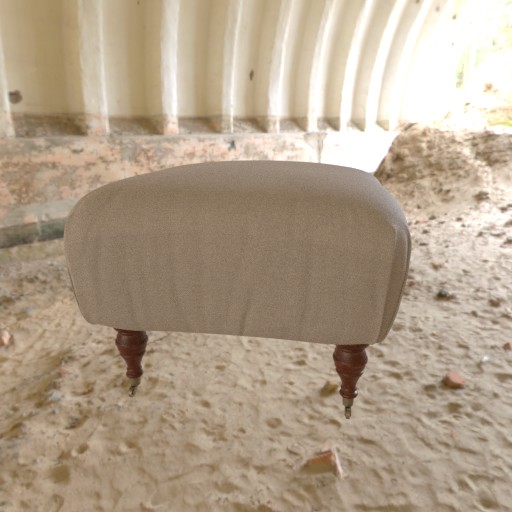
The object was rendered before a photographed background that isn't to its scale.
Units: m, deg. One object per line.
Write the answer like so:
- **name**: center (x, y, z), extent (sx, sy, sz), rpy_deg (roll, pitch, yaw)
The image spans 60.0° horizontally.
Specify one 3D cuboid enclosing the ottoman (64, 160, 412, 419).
- **ottoman**: center (0.000, 0.000, 1.095), extent (0.622, 0.450, 0.746), rpy_deg (3, 16, 9)
